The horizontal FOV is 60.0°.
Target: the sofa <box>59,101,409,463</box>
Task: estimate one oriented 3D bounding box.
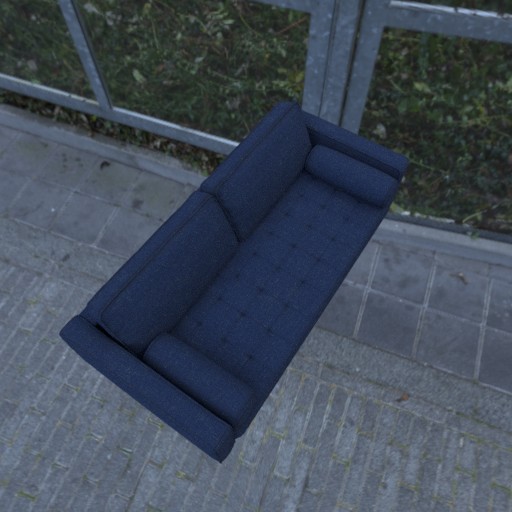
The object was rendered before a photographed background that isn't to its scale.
[{"bbox_3d":[0.000,0.000,2.419,0.914,0.762,1.880,30,64,17],"label":"sofa"}]
